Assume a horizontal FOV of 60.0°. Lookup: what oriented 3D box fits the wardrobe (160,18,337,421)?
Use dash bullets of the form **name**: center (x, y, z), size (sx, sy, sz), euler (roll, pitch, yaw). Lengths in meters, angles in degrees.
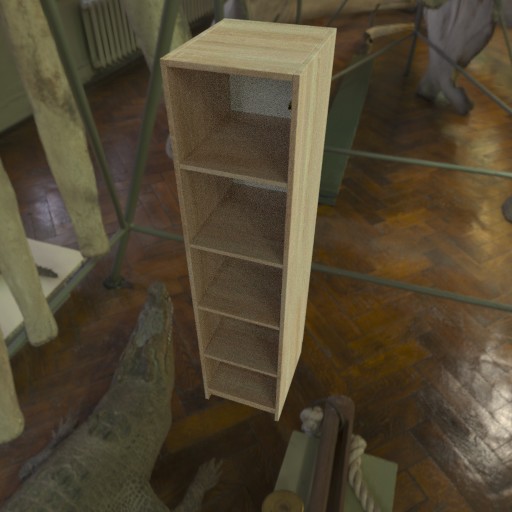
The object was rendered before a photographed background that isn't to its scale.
- **wardrobe**: center (0.000, 0.000, 2.352), size (0.496, 2.117, 0.588), euler (13, 42, 14)
